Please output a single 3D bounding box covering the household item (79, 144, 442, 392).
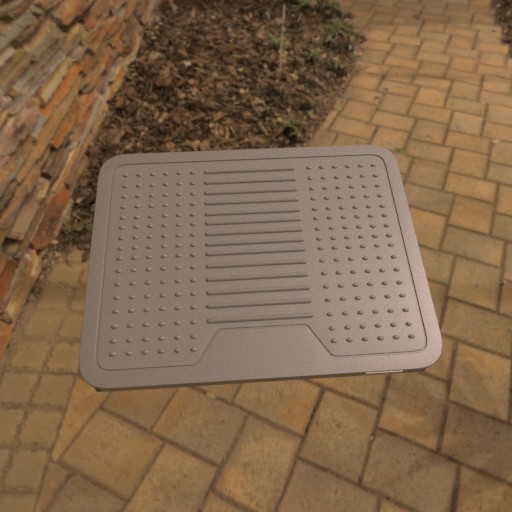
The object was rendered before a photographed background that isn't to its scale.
[{"bbox_3d":[0.000,0.000,0.543,0.390,0.126,0.301,-3,47,-3],"label":"household item"}]
